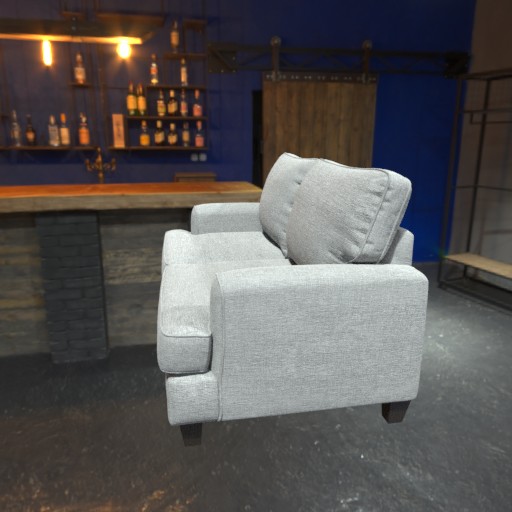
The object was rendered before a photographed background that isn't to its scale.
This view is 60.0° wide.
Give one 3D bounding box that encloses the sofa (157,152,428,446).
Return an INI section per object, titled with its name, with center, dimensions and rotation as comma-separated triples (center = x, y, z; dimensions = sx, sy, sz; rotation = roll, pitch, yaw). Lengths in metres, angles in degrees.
[sofa]
center = 0.000, 0.000, 2.245
dimensions = 0.965, 0.965, 1.651
rotation = -3, 16, -10
